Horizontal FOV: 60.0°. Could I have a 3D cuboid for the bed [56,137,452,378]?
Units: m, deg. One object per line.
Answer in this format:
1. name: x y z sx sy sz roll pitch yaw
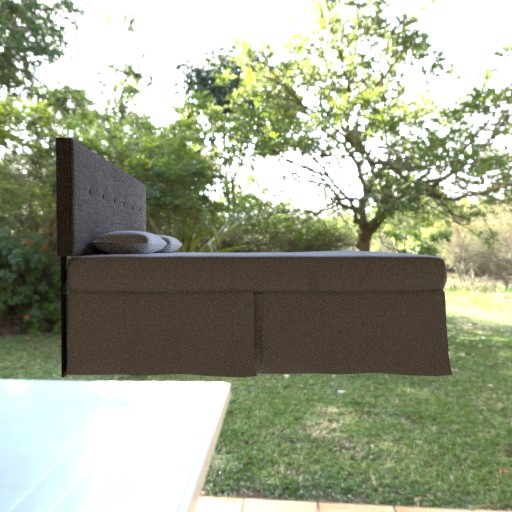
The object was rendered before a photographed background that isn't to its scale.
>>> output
1. bed: 0.000 0.000 2.946 1.958 1.168 1.621 0 1 -1
